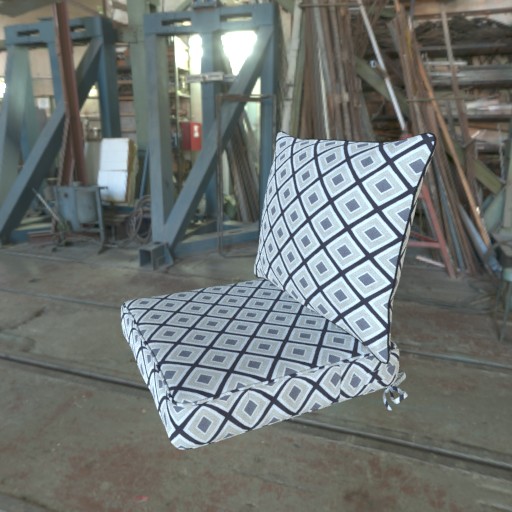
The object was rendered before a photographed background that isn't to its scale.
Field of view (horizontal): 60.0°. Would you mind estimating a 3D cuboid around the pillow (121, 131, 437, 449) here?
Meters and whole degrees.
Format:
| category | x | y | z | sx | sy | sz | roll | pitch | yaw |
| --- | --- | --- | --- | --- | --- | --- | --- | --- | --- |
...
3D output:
| category | x | y | z | sx | sy | sz | roll | pitch | yaw |
| --- | --- | --- | --- | --- | --- | --- | --- | --- | --- |
| pillow | 0.000 | 0.000 | 1.335 | 0.733 | 0.722 | 0.798 | -8 | 18 | -25 |
